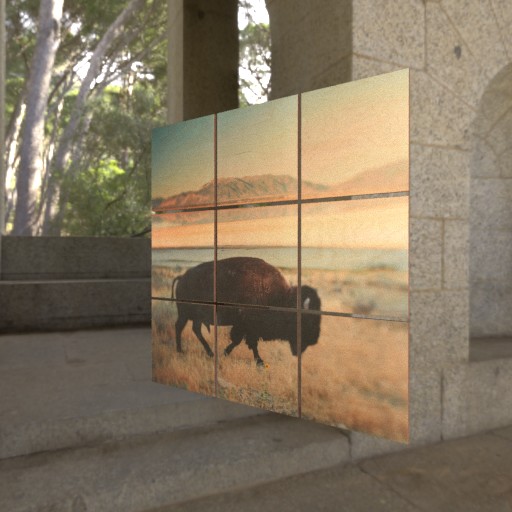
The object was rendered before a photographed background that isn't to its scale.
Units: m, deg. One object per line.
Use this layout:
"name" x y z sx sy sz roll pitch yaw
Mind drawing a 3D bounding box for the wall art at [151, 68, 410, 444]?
"wall art" 0.000 0.000 1.793 1.221 1.218 0.019 0 0 35
